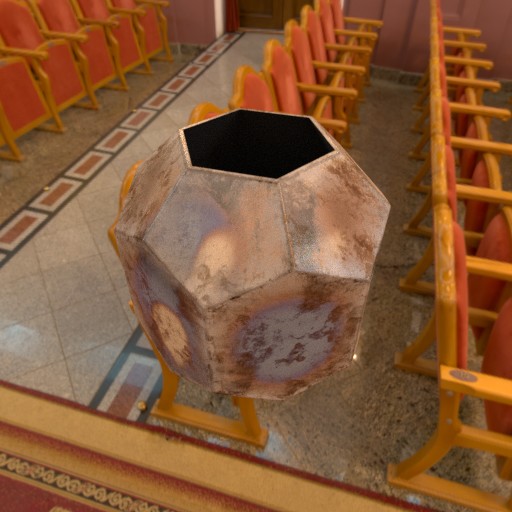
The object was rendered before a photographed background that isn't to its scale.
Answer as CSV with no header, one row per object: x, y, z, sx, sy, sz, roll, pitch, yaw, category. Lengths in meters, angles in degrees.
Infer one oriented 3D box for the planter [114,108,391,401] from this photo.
0.000,0.000,0.423,0.221,0.238,0.243,11,41,13,planter
